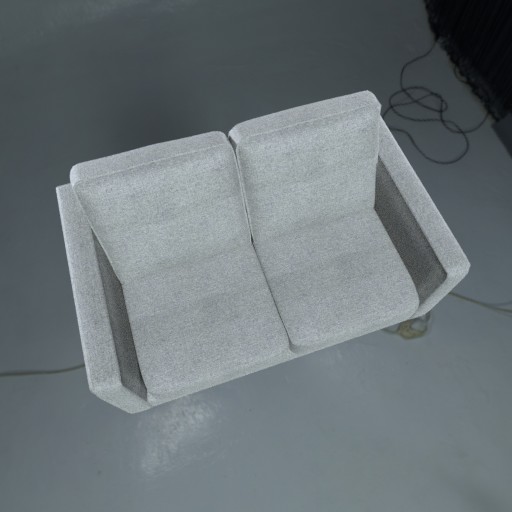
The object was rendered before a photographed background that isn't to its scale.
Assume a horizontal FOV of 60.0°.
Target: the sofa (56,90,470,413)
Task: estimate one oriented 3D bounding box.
[{"bbox_3d":[0.000,0.000,2.069,1.527,0.973,0.969,-17,65,-8],"label":"sofa"}]
